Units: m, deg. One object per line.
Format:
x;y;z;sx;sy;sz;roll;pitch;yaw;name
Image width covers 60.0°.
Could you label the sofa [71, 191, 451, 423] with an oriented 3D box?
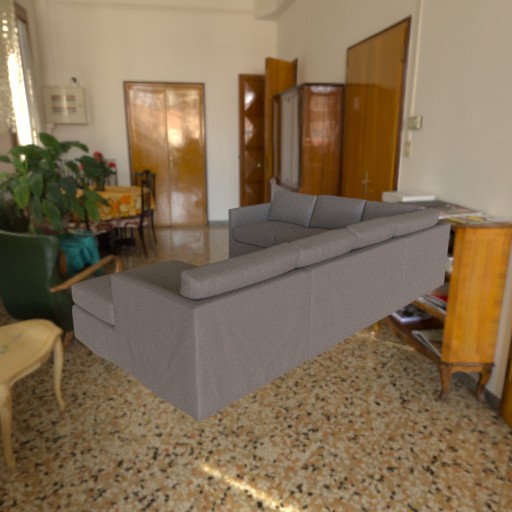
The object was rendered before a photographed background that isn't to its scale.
0.000;0.000;4.383;2.427;0.882;3.460;14;20;42;sofa
